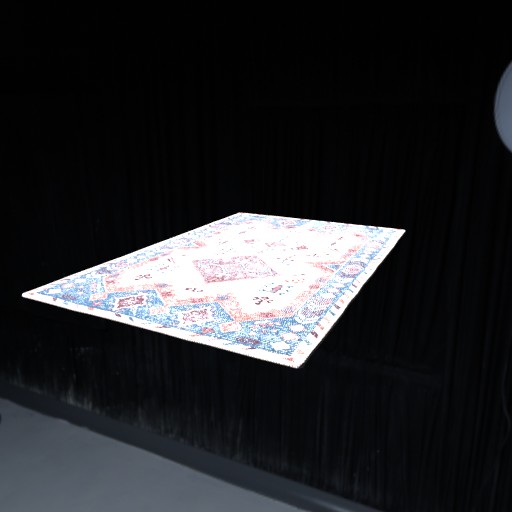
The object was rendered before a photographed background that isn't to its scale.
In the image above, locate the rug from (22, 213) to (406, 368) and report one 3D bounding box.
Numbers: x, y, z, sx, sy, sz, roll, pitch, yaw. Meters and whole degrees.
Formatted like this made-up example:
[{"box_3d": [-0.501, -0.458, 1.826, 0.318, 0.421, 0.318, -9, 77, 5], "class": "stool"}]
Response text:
[{"box_3d": [0.000, 0.000, 2.319, 1.225, 0.015, 1.840, 9, 19, 26], "class": "rug"}]
